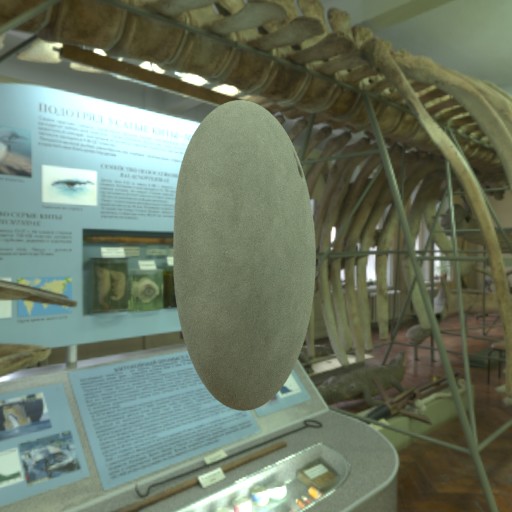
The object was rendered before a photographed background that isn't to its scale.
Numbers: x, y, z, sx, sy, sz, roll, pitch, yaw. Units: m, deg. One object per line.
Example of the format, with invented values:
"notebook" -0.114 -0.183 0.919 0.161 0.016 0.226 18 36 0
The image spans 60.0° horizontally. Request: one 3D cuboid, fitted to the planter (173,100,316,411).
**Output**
"planter" 0.000 0.000 0.284 0.071 0.188 0.185 0 1 16
